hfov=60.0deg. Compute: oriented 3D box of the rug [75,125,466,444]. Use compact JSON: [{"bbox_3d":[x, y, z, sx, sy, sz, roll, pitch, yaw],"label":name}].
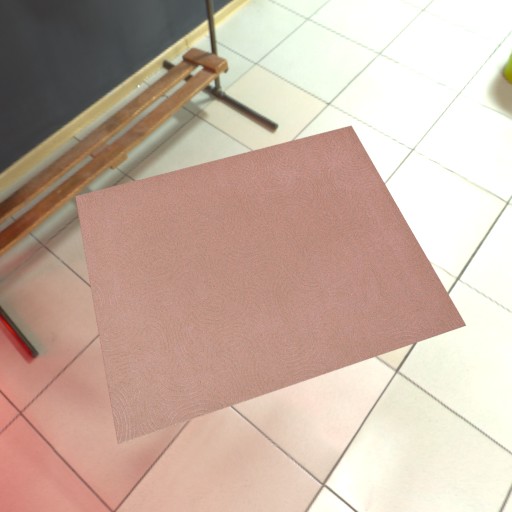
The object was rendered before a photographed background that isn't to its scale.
[{"bbox_3d":[0.000,0.000,3.535,2.584,0.011,2.073,-16,64,-8],"label":"rug"}]
